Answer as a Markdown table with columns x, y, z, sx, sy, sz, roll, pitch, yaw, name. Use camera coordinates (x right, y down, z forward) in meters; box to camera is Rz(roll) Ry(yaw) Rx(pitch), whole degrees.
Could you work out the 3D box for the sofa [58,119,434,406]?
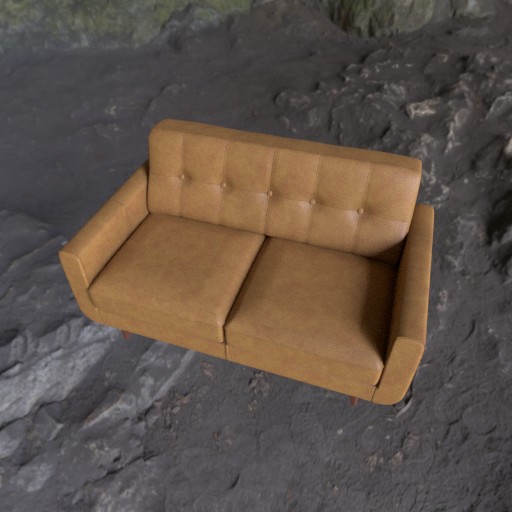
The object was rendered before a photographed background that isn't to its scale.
| x | y | z | sx | sy | sz | roll | pitch | yaw | name |
| --- | --- | --- | --- | --- | --- | --- | --- | --- | --- |
| 0.000 | 0.000 | 2.275 | 1.651 | 0.925 | 0.952 | 13 | 44 | 13 | sofa |
